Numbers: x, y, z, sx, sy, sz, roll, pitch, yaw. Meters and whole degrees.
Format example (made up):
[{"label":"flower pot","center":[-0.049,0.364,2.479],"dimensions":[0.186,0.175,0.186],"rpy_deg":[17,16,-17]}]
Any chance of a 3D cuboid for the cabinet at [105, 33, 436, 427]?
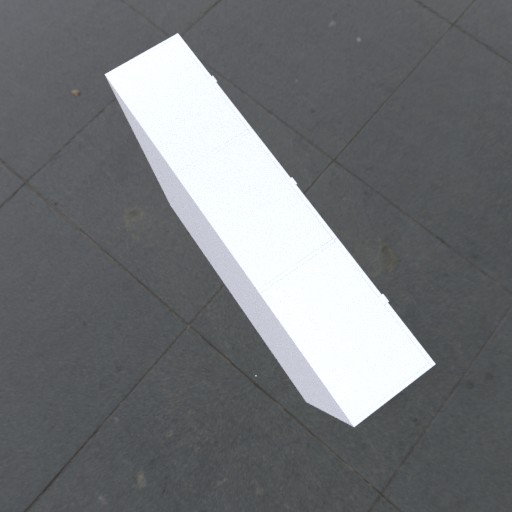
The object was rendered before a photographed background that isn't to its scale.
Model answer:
[{"label":"cabinet","center":[0.000,0.000,3.866],"dimensions":[0.590,2.370,2.700],"rpy_deg":[-34,78,-9]}]
